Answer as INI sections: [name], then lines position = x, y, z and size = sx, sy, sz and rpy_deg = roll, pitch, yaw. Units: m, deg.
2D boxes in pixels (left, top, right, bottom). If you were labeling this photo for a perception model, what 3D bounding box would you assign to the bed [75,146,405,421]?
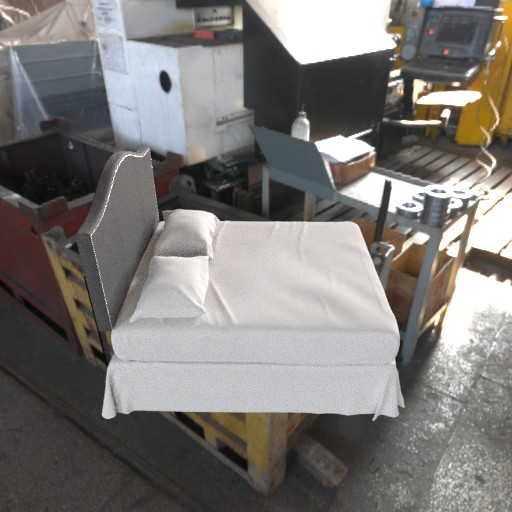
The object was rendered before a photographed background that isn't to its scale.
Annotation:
[bed]
position = 0.000, 0.000, 3.548
size = 2.221, 1.645, 1.876
rpy_deg = 0, 32, 1
